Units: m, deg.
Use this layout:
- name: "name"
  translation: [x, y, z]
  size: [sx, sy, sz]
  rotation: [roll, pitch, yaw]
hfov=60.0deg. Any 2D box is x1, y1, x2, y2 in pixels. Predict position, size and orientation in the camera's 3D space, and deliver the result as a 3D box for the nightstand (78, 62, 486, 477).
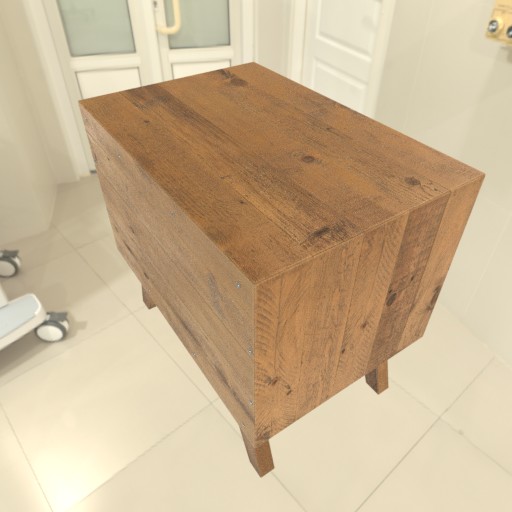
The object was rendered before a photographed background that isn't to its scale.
- name: "nightstand"
  translation: [0.000, 0.000, 1.000]
  size: [0.450, 0.599, 0.650]
  rotation: [-24, 46, -25]
